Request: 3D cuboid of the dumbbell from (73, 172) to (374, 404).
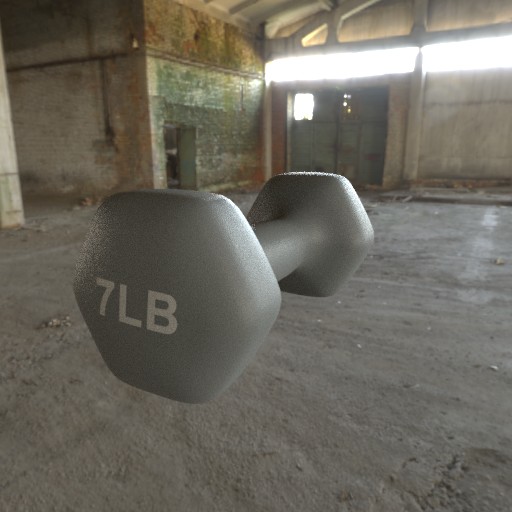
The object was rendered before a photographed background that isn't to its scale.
[{"bbox_3d":[0.000,0.000,0.236,0.090,0.081,0.184,7,16,28],"label":"dumbbell"}]
